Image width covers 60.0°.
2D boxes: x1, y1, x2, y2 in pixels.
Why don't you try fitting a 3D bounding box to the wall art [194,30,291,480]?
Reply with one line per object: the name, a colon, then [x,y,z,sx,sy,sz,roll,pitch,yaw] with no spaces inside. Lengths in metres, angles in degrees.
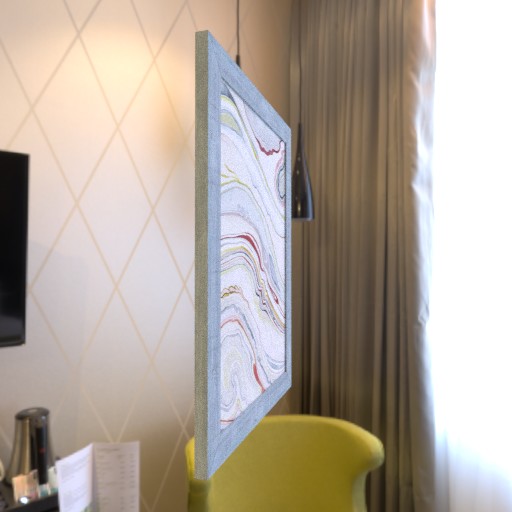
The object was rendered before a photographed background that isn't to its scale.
wall art: [0.000,0.000,0.834,0.020,0.613,0.481,0,-1,18]
